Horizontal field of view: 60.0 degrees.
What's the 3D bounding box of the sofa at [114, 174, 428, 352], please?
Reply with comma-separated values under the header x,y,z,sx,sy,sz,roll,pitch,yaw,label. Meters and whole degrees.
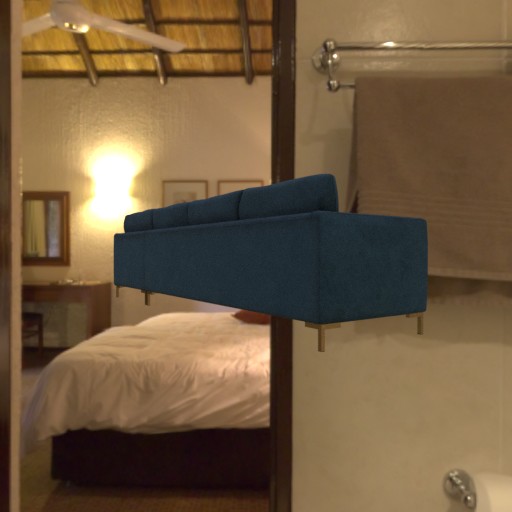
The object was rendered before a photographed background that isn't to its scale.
x,y,z,sx,sy,sz,roll,pitch,yaw,label
0.000,0.000,3.464,1.350,0.810,2.932,0,1,-35,sofa
